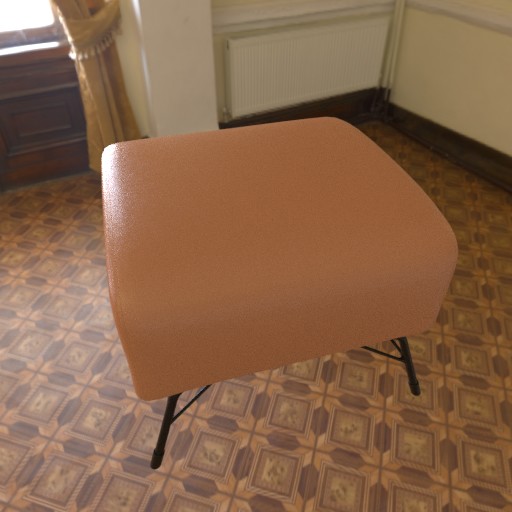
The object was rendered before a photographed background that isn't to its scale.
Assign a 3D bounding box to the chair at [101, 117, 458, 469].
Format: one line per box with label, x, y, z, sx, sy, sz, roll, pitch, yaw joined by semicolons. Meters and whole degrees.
chair;0.000;0.000;0.878;0.530;0.410;0.530;-11;42;-12
